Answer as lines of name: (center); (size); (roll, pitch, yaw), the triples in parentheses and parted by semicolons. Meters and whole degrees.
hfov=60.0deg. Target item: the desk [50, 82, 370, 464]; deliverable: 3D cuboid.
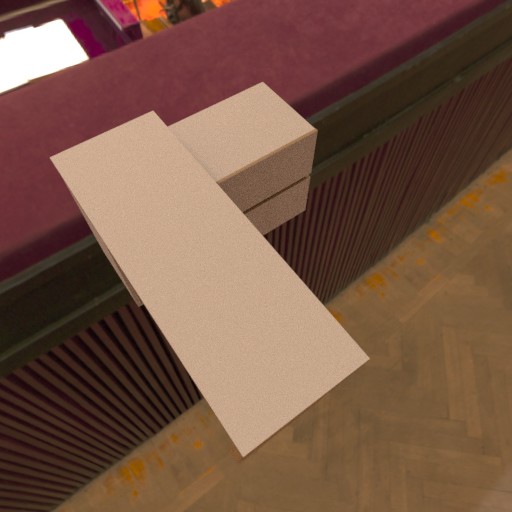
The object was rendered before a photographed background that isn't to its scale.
desk: (0.000, 0.000, 2.030); (1.098, 0.755, 1.404); (-32, 64, -18)
